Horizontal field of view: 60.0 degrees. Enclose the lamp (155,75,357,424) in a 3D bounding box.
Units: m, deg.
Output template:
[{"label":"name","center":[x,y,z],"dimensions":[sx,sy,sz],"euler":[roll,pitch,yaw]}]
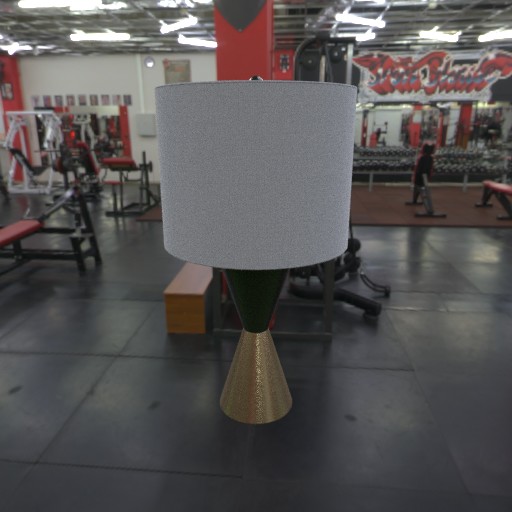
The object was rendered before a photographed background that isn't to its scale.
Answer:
[{"label":"lamp","center":[0.000,0.000,0.757],"dimensions":[0.304,0.573,0.304],"euler":[2,17,8]}]
